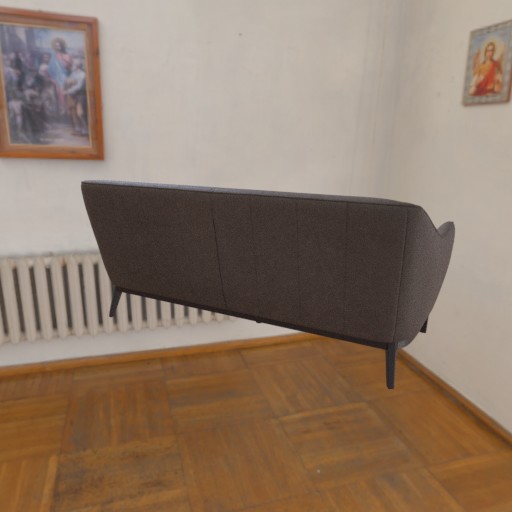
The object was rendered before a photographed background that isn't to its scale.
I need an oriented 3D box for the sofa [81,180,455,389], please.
[{"bbox_3d":[0.000,0.000,2.444,1.928,0.831,0.869,8,17,27],"label":"sofa"}]
